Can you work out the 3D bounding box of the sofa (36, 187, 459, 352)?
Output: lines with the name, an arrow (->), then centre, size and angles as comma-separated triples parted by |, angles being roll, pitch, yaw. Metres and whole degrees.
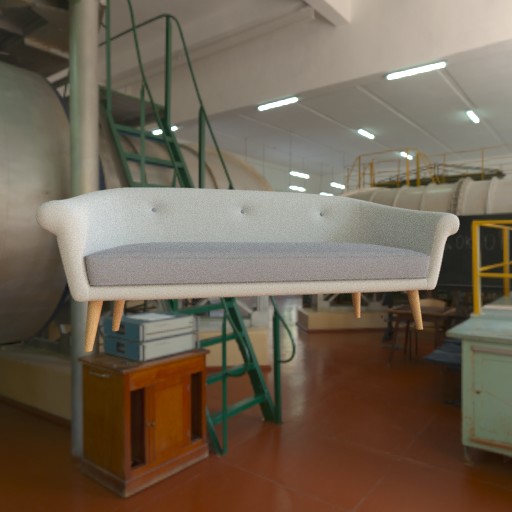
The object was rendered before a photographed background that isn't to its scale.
sofa -> 0.000, 0.000, 2.524 | 2.160, 0.795, 0.827 | 0, 1, -18
